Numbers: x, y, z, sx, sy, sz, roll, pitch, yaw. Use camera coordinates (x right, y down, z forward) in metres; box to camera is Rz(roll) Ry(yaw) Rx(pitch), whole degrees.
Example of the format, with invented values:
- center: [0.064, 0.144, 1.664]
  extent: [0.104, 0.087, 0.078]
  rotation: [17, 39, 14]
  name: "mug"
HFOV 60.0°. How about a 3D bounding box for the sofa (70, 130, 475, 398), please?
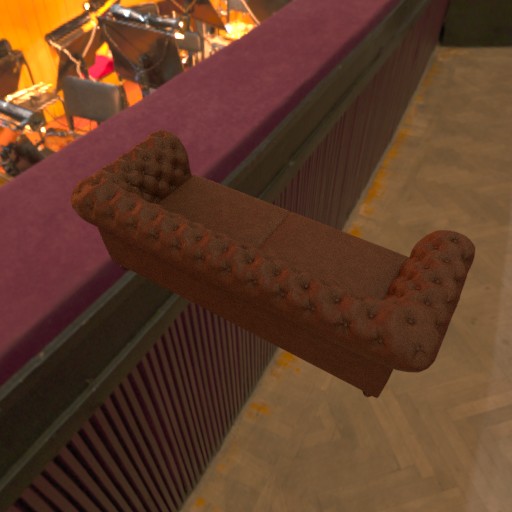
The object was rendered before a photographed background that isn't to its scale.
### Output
- center: [0.000, 0.000, 2.870]
  extent: [2.385, 0.783, 0.944]
  rotation: [24, 50, 22]
  name: "sofa"
